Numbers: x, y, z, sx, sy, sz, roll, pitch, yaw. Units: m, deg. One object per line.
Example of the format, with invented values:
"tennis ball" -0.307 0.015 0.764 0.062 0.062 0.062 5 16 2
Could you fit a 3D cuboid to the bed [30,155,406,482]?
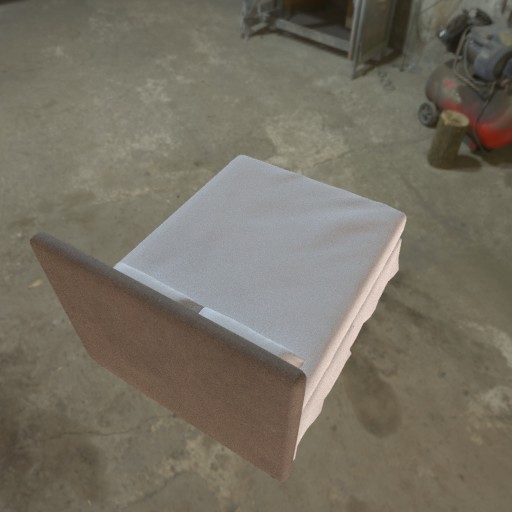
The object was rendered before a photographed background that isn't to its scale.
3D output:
"bed" 0.000 0.000 3.168 1.723 1.330 2.142 24 52 21
